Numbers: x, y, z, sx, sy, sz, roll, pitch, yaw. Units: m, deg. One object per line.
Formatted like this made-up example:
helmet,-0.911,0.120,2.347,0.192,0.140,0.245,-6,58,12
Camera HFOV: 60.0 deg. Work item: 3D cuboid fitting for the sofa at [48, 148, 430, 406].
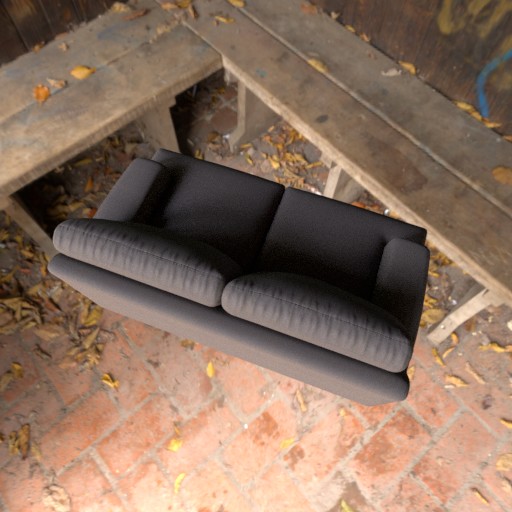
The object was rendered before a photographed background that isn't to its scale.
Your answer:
sofa,0.000,0.000,2.548,1.880,0.940,1.143,18,65,9
